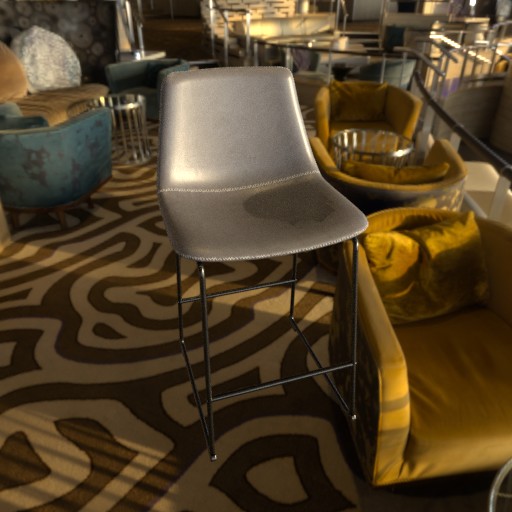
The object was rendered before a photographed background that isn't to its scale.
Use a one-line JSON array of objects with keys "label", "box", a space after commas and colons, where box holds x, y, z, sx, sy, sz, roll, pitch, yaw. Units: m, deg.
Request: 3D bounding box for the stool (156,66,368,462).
[{"label": "stool", "box": [0.000, 0.000, 1.195, 0.470, 0.876, 0.546, -10, 33, -15]}]
